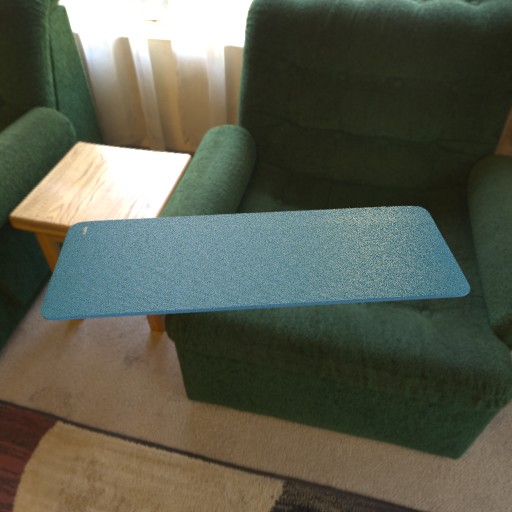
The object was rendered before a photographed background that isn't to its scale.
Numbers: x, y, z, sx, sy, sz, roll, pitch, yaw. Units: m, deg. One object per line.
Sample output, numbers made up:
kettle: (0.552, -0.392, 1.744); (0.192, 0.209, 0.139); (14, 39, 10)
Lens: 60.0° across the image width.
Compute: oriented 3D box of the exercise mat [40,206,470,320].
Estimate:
exercise mat: (0.000, 0.000, 2.106); (1.869, 0.021, 0.616); (-3, 45, -3)
